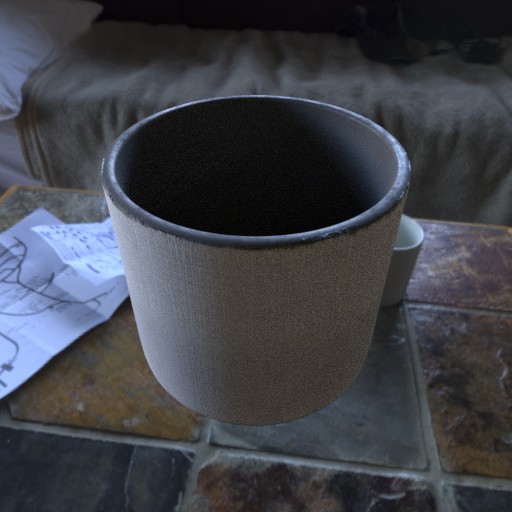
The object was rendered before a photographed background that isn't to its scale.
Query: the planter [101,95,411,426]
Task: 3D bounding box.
[{"bbox_3d":[0.000,0.000,0.384,0.221,0.201,0.221,0,41,0],"label":"planter"}]
